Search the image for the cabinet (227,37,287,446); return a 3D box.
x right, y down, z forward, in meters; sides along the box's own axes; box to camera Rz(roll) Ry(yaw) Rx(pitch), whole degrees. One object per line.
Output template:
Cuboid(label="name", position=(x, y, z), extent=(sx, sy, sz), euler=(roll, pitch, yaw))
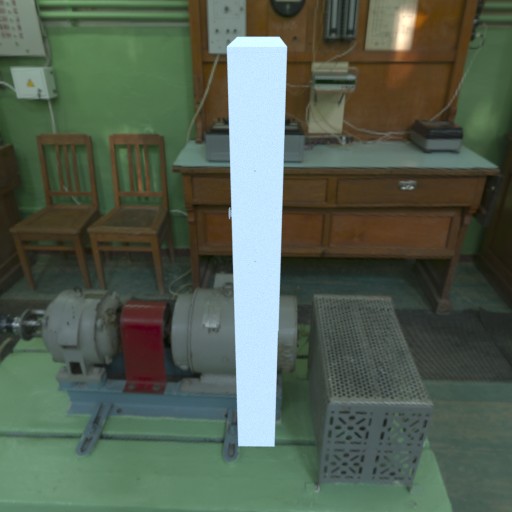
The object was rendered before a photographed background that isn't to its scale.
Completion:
Cuboid(label="cabinet", position=(0.000, 0.000, 2.025), extent=(0.192, 1.770, 0.643), euler=(0, 29, 1))
